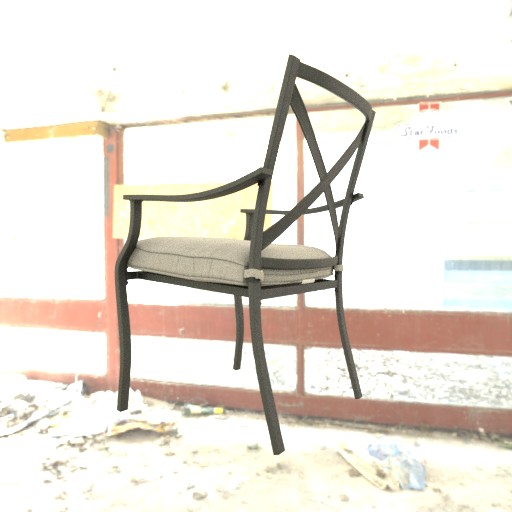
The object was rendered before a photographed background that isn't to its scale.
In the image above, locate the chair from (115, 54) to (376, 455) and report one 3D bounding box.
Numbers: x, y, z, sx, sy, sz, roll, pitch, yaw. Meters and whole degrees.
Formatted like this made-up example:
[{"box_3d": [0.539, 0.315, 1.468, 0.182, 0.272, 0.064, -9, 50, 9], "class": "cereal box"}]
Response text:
[{"box_3d": [0.000, 0.000, 1.321, 0.620, 0.889, 0.575, 1, 1, 36], "class": "chair"}]
